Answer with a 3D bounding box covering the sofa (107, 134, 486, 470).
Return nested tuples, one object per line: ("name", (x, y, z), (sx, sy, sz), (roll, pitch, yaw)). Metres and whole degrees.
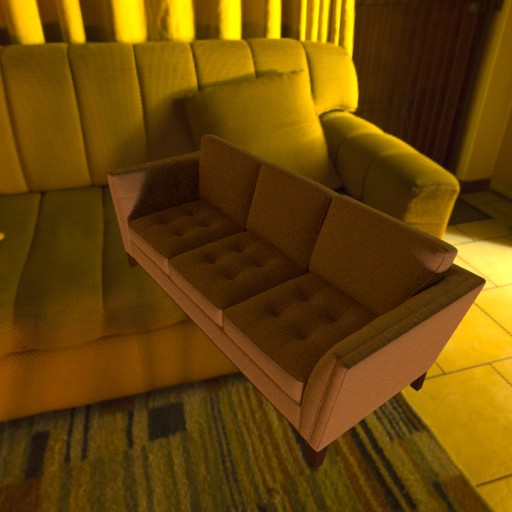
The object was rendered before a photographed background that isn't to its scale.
("sofa", (0.000, 0.000, 2.820), (0.965, 0.940, 2.388), (-22, 38, -30))
